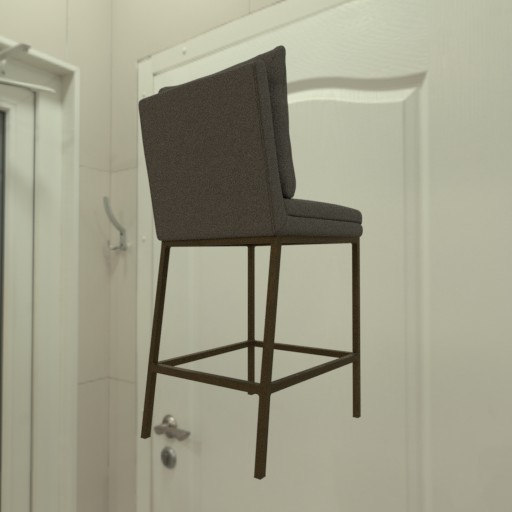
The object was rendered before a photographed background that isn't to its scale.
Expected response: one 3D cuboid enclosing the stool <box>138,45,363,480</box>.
[{"bbox_3d":[0.000,0.000,1.354,0.463,1.030,0.569,-1,-2,36],"label":"stool"}]
